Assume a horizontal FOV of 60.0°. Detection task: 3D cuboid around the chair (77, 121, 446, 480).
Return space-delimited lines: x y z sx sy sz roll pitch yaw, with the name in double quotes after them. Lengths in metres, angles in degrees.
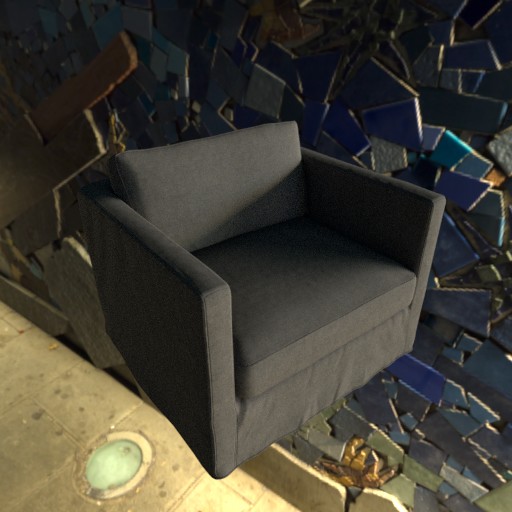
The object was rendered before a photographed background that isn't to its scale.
0.000 0.000 1.754 1.057 0.863 0.949 -21 36 -32 "chair"
